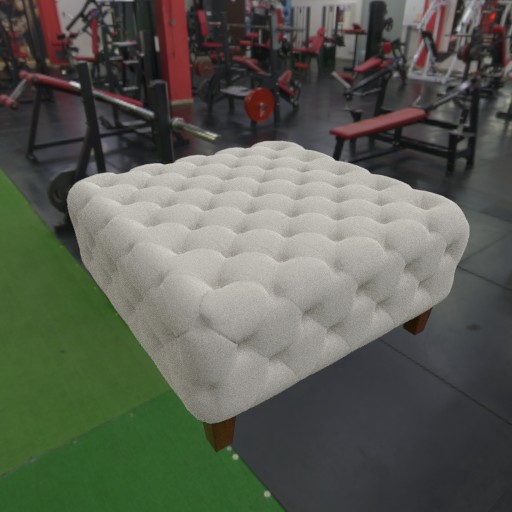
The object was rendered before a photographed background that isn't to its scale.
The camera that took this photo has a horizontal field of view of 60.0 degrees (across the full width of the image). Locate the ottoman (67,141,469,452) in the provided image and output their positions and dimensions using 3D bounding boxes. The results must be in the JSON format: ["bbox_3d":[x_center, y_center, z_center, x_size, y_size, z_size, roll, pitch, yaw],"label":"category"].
[{"bbox_3d":[0.000,0.000,1.180,0.755,0.376,0.753,-19,35,-30],"label":"ottoman"}]
